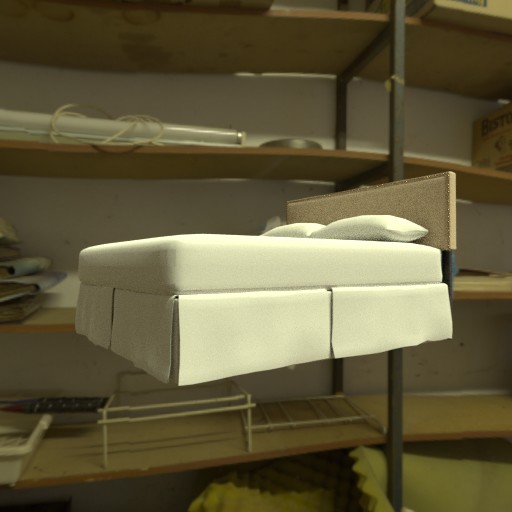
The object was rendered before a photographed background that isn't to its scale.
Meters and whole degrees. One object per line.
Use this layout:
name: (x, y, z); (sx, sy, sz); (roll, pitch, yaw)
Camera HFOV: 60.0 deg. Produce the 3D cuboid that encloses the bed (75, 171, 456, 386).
bed: (0.000, 0.000, 2.813); (1.876, 1.016, 1.616); (1, -1, -35)
